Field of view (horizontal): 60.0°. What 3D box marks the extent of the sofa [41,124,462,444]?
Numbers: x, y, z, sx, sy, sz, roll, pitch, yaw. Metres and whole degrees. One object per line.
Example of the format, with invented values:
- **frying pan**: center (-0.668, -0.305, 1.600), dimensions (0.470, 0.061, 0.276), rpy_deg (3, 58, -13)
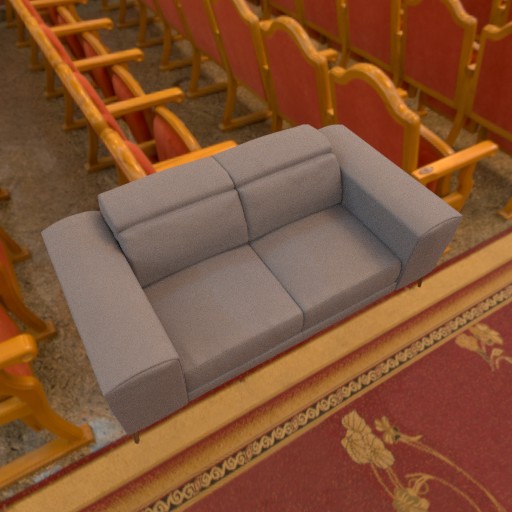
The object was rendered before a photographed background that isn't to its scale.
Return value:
- **sofa**: center (0.000, 0.000, 2.373), dimensions (1.895, 0.779, 1.003), rpy_deg (-24, 52, -20)
